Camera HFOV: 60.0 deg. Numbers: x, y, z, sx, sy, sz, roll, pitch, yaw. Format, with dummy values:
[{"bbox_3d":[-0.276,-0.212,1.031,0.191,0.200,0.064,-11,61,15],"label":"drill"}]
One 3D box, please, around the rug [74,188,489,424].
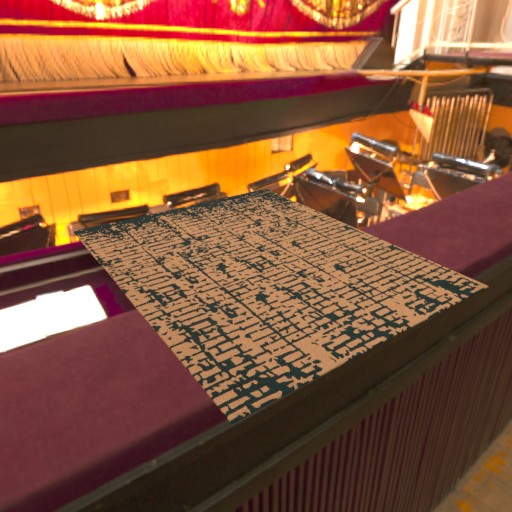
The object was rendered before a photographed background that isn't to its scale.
[{"bbox_3d":[0.000,0.000,4.015,2.416,0.014,3.017,-18,32,-31],"label":"rug"}]
